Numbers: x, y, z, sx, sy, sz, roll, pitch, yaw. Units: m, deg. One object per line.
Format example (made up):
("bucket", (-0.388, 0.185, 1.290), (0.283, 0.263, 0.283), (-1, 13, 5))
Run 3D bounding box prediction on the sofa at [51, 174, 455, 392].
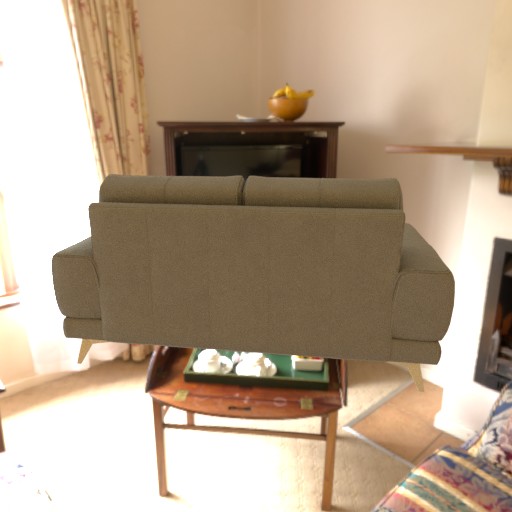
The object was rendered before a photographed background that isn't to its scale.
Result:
("sofa", (0.000, 0.000, 2.380), (1.806, 0.907, 1.018), (2, 16, 8))
